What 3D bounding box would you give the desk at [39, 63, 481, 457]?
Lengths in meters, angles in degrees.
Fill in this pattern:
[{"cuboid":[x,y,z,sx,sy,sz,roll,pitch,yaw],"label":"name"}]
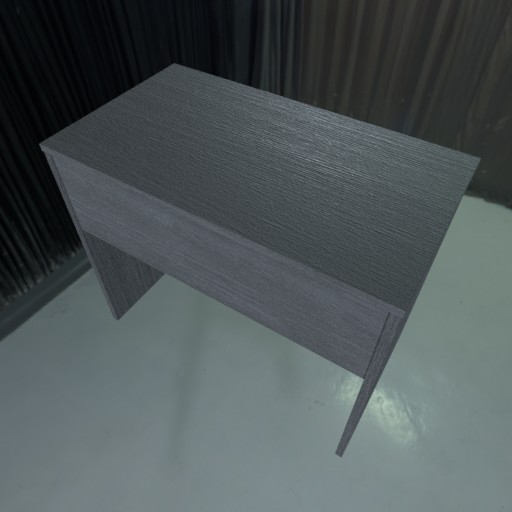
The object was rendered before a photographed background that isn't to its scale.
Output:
[{"cuboid":[0.000,0.000,1.292,0.893,0.724,0.498,25,53,21],"label":"desk"}]
